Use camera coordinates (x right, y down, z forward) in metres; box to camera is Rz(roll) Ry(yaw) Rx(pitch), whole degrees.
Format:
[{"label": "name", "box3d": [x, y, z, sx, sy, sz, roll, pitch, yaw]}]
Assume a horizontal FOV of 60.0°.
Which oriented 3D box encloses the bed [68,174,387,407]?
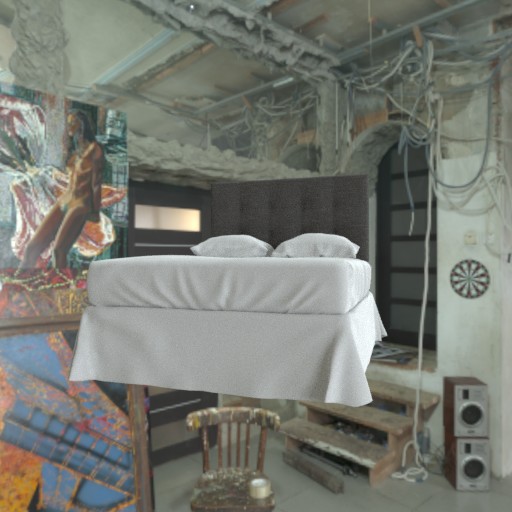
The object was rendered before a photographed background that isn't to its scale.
[{"label": "bed", "box3d": [0.000, 0.000, 3.513, 1.936, 1.577, 2.222, 0, -1, 18]}]
